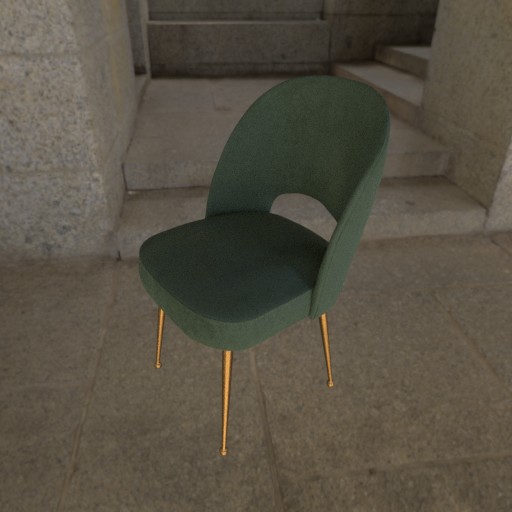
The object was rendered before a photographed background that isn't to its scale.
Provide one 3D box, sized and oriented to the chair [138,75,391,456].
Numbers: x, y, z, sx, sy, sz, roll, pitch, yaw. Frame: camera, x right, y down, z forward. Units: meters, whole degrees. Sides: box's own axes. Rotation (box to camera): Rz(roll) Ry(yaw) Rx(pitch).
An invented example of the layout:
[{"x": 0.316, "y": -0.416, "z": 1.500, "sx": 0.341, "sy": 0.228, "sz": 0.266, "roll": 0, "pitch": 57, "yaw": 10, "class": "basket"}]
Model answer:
[{"x": 0.000, "y": 0.000, "z": 1.213, "sx": 0.577, "sy": 0.860, "sz": 0.527, "roll": -21, "pitch": 37, "yaw": -31, "class": "chair"}]
